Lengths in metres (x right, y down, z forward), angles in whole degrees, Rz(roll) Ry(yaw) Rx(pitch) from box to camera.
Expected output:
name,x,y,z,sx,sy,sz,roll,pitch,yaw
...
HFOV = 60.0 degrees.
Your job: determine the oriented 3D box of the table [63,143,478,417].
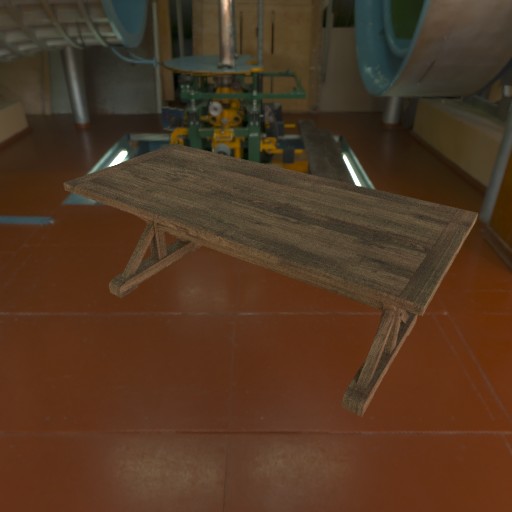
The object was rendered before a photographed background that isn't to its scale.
name,x,y,z,sx,sy,sz,roll,pitch,yaw
table,0.000,0.000,2.539,2.031,0.733,0.907,19,36,29
